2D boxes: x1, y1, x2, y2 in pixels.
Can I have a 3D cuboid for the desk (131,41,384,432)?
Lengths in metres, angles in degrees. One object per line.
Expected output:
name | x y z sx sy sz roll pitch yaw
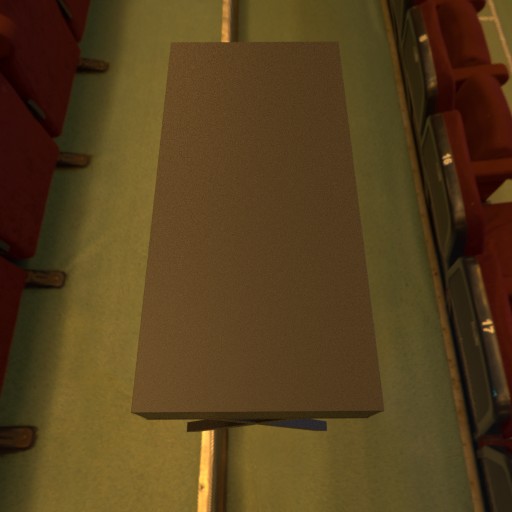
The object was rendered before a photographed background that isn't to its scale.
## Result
desk | 0.000 0.000 1.460 0.504 0.780 1.057 0 65 0
